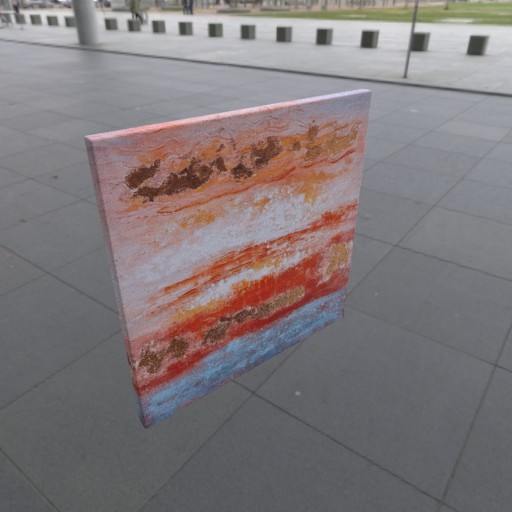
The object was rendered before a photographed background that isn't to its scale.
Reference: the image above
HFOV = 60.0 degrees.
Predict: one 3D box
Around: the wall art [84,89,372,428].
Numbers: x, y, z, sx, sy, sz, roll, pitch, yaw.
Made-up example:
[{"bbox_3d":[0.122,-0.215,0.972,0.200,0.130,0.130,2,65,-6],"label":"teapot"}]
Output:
[{"bbox_3d":[0.000,0.000,1.157,0.747,0.747,0.035,-22,37,-32],"label":"wall art"}]
